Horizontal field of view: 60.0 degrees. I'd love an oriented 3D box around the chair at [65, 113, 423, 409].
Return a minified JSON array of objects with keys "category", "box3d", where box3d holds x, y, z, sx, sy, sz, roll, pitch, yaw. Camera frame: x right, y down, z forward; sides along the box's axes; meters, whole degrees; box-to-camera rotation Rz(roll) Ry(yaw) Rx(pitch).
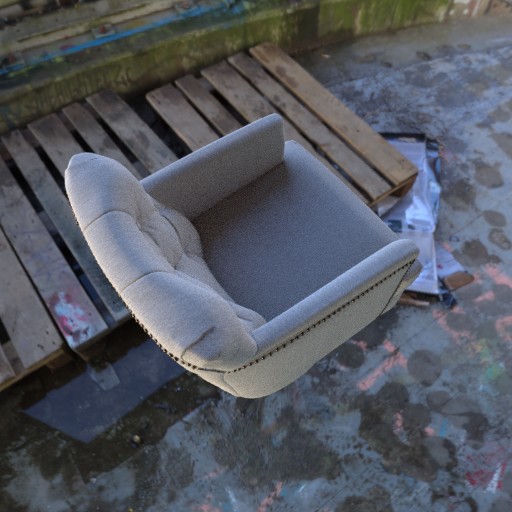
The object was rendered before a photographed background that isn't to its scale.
[{"category":"chair","box3d":[0.000,0.000,1.500,0.902,0.823,0.737,-31,63,-17]}]
